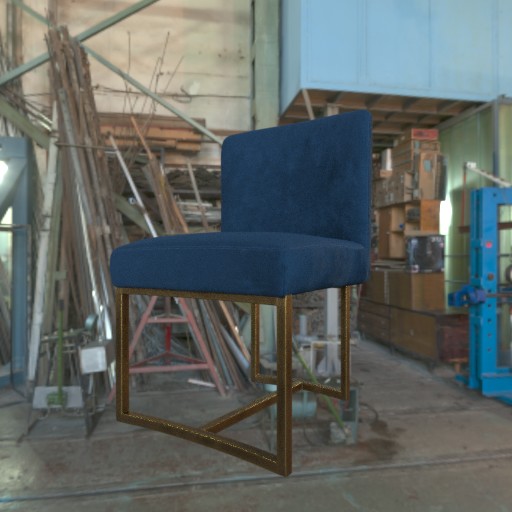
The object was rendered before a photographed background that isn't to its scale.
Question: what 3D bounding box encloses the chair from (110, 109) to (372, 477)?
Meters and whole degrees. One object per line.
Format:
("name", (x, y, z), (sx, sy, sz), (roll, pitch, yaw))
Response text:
("chair", (0.000, 0.000, 1.177), (0.530, 0.824, 0.560), (0, 0, 35))
